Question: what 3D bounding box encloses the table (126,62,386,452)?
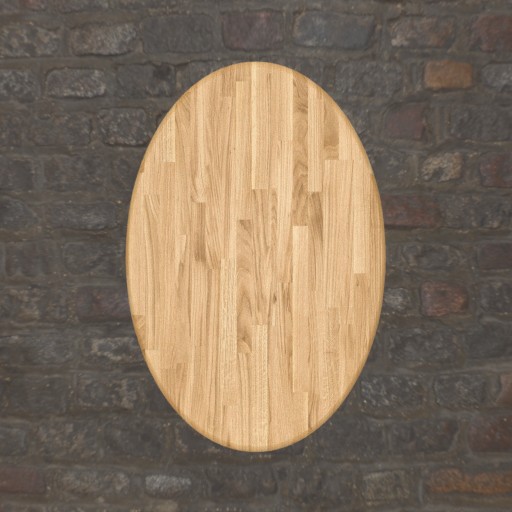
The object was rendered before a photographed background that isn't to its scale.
[{"bbox_3d":[0.000,0.000,1.403,0.690,0.490,1.040,0,90,0],"label":"table"}]
